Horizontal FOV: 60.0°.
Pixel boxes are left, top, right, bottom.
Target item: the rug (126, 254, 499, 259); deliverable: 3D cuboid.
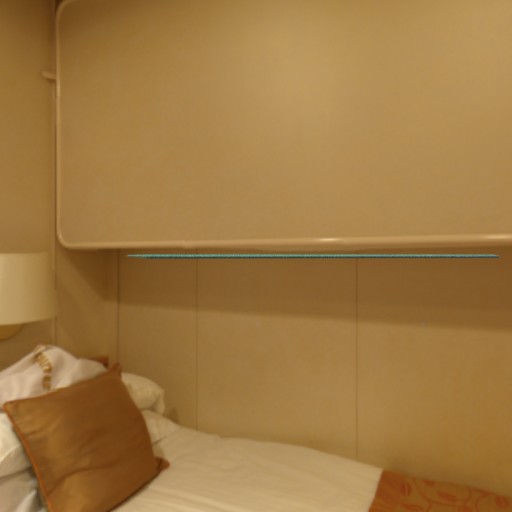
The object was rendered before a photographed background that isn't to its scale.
[{"bbox_3d":[0.000,0.000,3.395,1.830,0.018,2.769,0,0,-18],"label":"rug"}]
